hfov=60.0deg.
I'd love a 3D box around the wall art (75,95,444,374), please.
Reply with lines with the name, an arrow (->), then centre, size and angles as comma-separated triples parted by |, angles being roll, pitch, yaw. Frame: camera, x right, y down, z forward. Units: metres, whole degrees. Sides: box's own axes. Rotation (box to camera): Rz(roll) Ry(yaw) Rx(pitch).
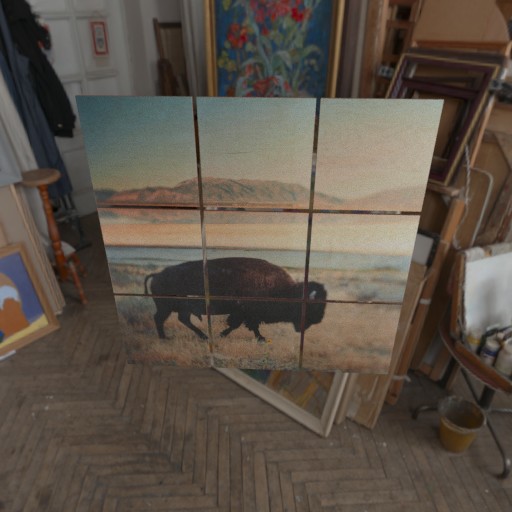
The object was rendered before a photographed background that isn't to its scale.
wall art -> 0.000, 0.000, 2.232 | 1.533, 1.532, 0.019 | 2, 30, 3
